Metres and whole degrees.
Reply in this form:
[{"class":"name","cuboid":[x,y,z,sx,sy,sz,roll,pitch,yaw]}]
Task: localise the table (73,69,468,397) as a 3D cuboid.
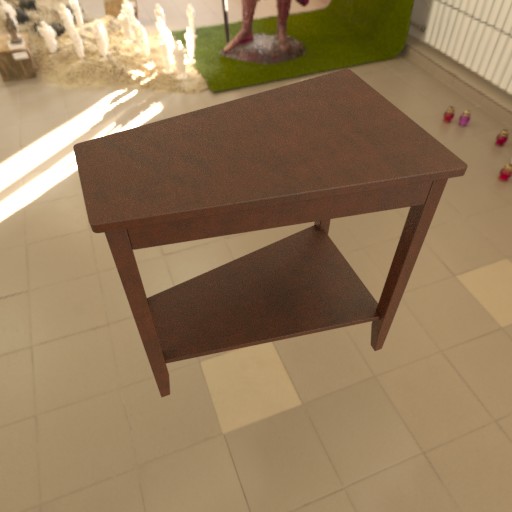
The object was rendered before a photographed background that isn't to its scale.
[{"class":"table","cuboid":[0.000,0.000,0.999,0.605,0.589,0.399,-16,49,-15]}]
